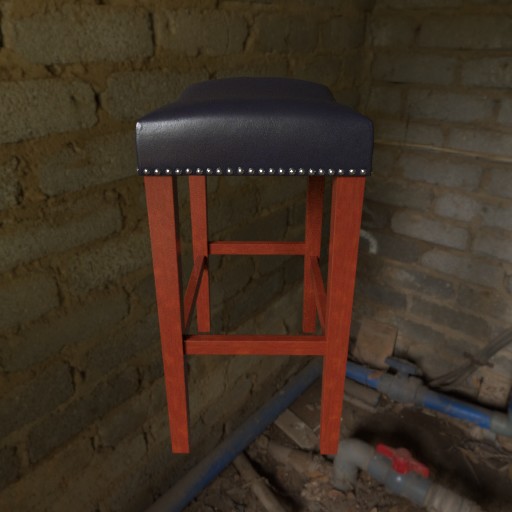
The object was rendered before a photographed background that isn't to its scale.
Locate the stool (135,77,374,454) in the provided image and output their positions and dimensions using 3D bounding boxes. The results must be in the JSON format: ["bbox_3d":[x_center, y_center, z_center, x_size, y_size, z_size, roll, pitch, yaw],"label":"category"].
[{"bbox_3d":[0.000,0.000,1.029,0.372,0.742,0.504,0,26,1],"label":"stool"}]
